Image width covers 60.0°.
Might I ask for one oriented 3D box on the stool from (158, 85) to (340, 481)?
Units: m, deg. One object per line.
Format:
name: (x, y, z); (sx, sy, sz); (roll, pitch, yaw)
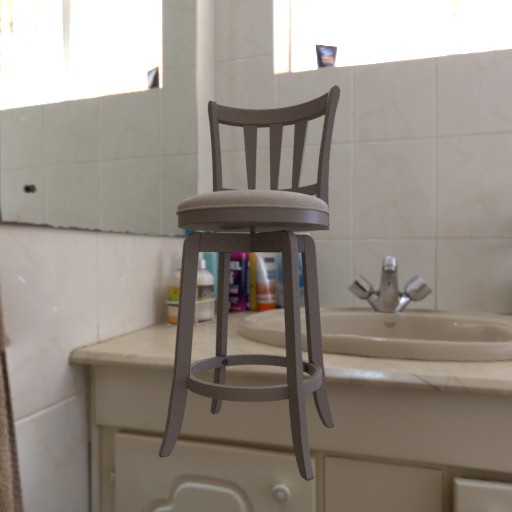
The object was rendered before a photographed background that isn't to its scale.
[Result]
stool: (0.000, 0.000, 1.259); (0.436, 1.023, 0.475); (0, 0, 18)
